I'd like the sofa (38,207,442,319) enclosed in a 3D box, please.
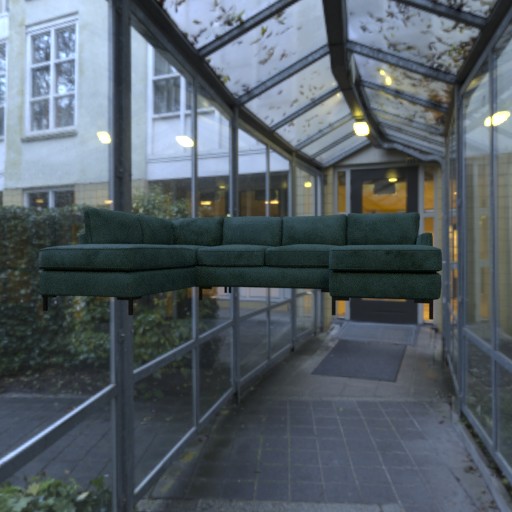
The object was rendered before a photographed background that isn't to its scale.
[{"bbox_3d":[0.000,0.000,3.932,2.994,0.861,1.992,0,0,18],"label":"sofa"}]
